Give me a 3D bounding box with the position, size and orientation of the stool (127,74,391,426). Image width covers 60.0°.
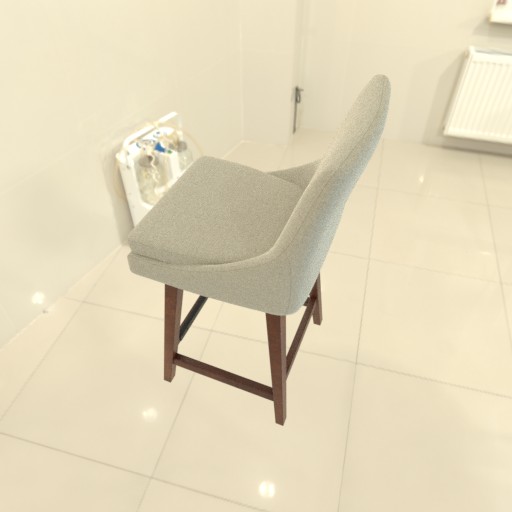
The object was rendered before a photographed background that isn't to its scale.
[{"bbox_3d":[0.000,0.000,1.304,0.559,0.991,0.469,16,47,15],"label":"stool"}]
